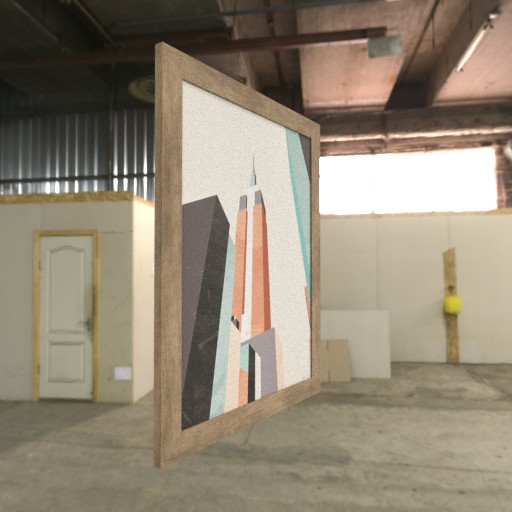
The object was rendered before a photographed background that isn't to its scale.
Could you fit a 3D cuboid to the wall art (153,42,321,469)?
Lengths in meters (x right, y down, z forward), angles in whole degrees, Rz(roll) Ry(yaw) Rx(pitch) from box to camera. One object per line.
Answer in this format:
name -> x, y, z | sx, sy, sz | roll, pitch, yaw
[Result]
wall art -> 0.000, 0.000, 0.931 | 0.018, 0.686, 0.534 | -1, -1, 36
